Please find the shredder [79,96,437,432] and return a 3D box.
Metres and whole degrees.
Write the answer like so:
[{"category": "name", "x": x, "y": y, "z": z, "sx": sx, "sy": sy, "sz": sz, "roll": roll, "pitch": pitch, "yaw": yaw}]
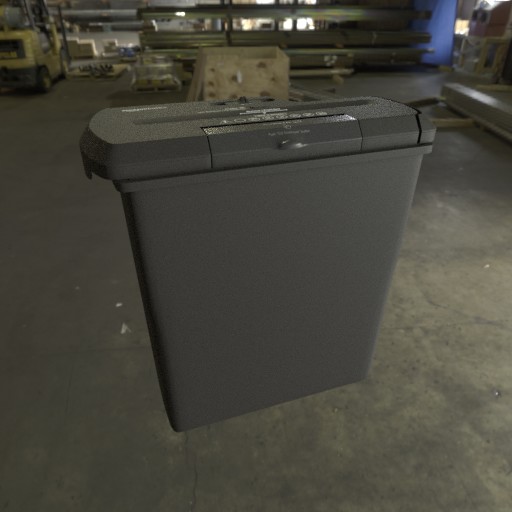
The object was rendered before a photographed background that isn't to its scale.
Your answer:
[{"category": "shredder", "x": 0.000, "y": 0.000, "z": 0.502, "sx": 0.320, "sy": 0.335, "sz": 0.170, "roll": -10, "pitch": 33, "yaw": -16}]
